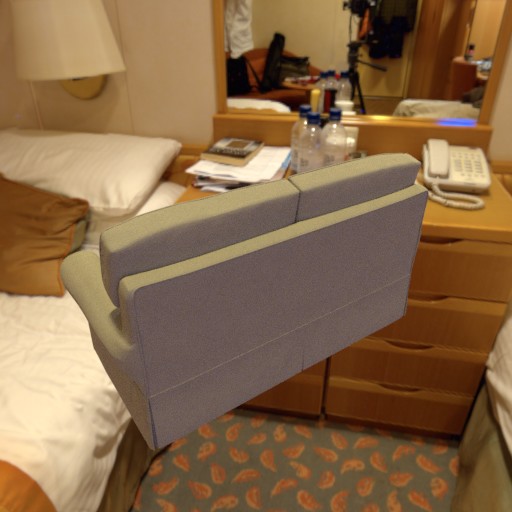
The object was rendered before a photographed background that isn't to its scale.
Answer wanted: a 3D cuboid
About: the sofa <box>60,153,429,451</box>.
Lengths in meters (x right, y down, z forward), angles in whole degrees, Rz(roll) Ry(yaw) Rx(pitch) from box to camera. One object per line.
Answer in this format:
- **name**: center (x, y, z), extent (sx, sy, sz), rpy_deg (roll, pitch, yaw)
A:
- **sofa**: center (0.000, 0.000, 2.363), extent (1.823, 1.024, 0.841), rpy_deg (-19, 35, -30)
